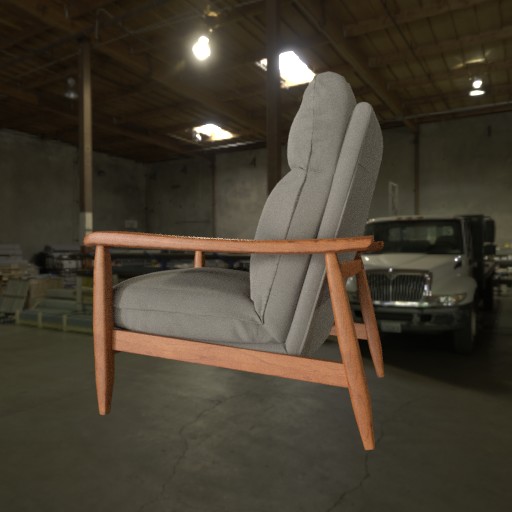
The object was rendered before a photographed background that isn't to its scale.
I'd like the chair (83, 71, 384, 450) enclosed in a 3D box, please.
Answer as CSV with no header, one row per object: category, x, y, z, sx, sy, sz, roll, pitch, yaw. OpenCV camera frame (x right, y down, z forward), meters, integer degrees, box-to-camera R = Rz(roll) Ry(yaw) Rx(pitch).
chair,0.000,0.000,1.489,0.816,0.922,0.782,0,1,18
